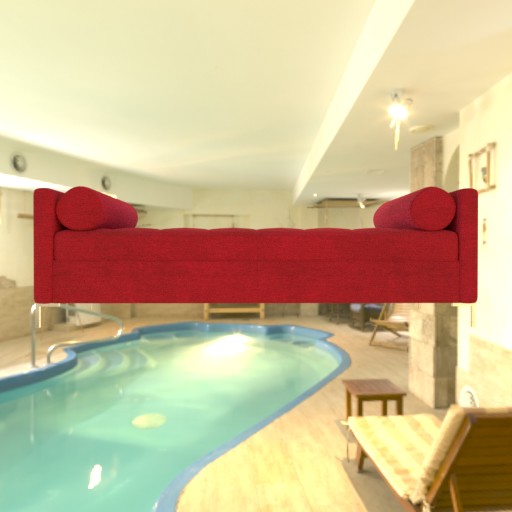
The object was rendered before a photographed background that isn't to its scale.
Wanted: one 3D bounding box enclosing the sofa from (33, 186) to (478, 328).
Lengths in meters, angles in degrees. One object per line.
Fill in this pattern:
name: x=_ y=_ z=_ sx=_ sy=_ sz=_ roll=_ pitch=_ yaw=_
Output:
sofa: x=0.000 y=0.000 z=2.304 sx=1.981 sy=0.635 sz=0.686 roll=0 pitch=0 yaw=0
